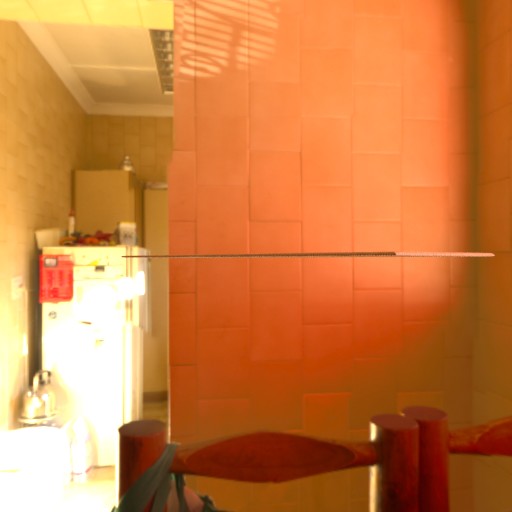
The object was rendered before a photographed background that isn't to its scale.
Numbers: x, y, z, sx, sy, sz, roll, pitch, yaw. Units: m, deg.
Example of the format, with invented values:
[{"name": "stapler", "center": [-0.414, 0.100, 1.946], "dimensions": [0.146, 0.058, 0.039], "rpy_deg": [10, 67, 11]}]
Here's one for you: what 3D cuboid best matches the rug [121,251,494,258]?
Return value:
[{"name": "rug", "center": [0.000, 0.000, 2.486], "dimensions": [0.678, 0.014, 2.276], "rpy_deg": [0, -1, -38]}]
